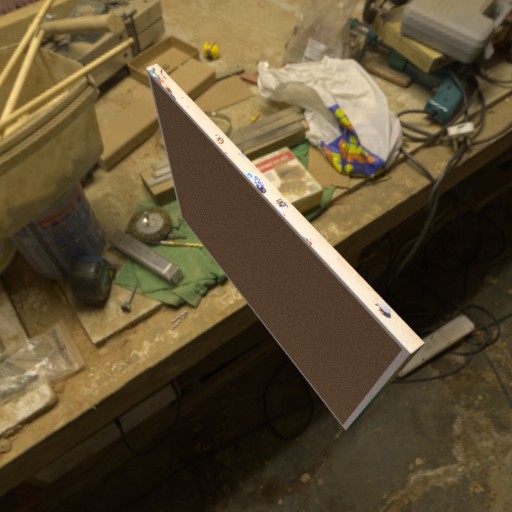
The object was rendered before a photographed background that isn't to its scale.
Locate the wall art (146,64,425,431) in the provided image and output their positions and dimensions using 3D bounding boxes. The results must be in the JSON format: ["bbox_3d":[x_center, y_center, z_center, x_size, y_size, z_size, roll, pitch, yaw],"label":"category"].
[{"bbox_3d":[0.000,0.000,1.465,0.040,0.769,1.136,-31,63,-18],"label":"wall art"}]
